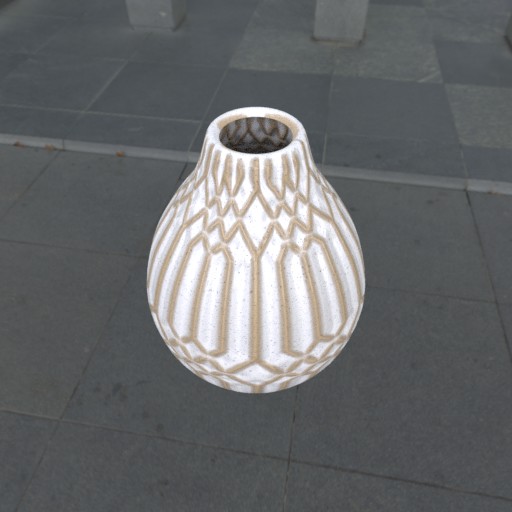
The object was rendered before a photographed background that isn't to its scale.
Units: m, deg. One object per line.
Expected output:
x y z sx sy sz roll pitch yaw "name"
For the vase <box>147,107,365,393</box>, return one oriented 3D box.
0.000 0.000 0.313 0.159 0.200 0.159 0 47 0 "vase"
